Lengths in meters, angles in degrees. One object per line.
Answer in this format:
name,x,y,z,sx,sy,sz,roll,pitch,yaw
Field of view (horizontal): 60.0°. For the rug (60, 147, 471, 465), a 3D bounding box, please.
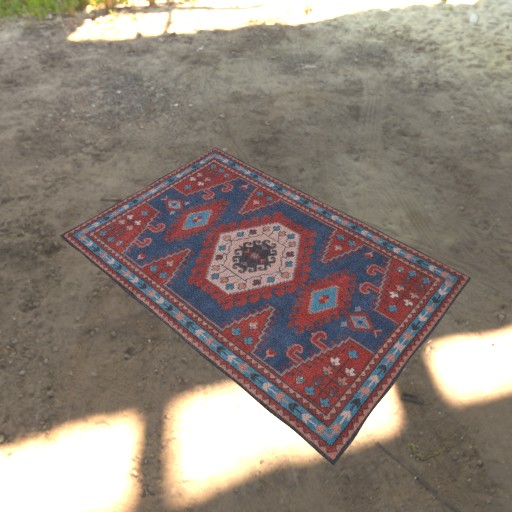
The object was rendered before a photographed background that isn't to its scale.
rug,0.000,0.000,2.325,1.820,0.012,1.207,32,54,28
